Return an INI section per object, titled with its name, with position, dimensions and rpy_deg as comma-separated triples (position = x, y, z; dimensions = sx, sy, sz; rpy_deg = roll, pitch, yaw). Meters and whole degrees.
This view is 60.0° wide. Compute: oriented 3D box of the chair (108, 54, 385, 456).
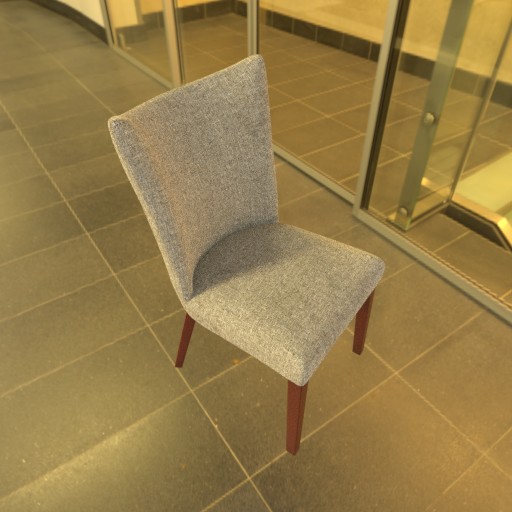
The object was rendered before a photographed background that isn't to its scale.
[chair]
position = 0.000, 0.000, 1.281
dimensions = 0.623, 0.924, 0.535
rpy_deg = 25, 47, 26
